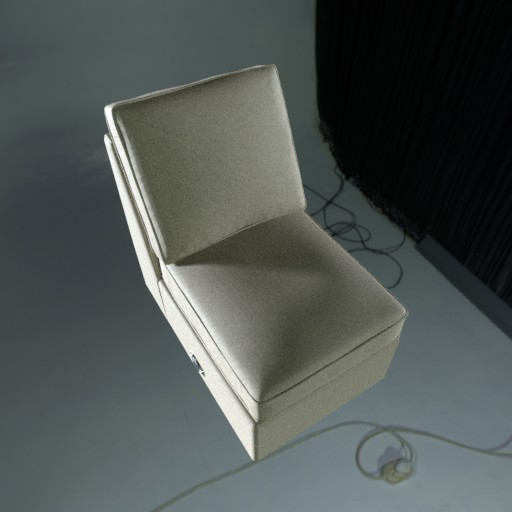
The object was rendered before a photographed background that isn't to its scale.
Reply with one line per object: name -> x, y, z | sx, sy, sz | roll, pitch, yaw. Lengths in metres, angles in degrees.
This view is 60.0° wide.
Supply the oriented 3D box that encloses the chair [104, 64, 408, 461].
chair -> 0.000, 0.000, 1.663 | 0.674, 1.058, 1.020 | -25, 51, -22
